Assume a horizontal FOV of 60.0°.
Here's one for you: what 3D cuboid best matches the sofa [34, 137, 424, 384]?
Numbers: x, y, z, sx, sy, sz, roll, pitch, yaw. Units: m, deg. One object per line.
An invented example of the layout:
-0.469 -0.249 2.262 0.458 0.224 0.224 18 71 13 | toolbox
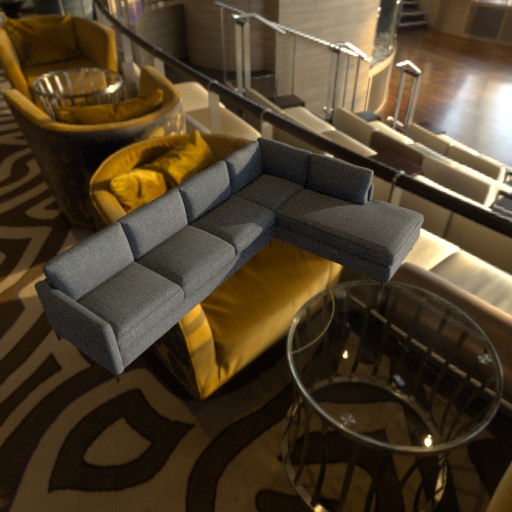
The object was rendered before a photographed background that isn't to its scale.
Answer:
0.000 0.000 3.869 2.007 0.815 2.949 24 45 27 | sofa
